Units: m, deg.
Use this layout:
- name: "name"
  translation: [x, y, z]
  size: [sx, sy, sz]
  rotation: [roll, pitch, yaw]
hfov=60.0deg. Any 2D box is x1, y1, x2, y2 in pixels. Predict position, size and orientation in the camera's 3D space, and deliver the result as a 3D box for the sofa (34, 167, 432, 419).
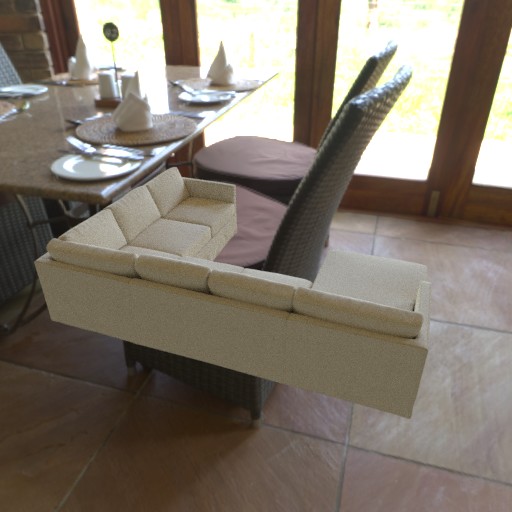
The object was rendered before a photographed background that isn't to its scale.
- name: "sofa"
  translation: [0.000, 0.000, 4.630]
  size: [3.464, 0.882, 2.448]
  rotation: [10, 32, 17]
